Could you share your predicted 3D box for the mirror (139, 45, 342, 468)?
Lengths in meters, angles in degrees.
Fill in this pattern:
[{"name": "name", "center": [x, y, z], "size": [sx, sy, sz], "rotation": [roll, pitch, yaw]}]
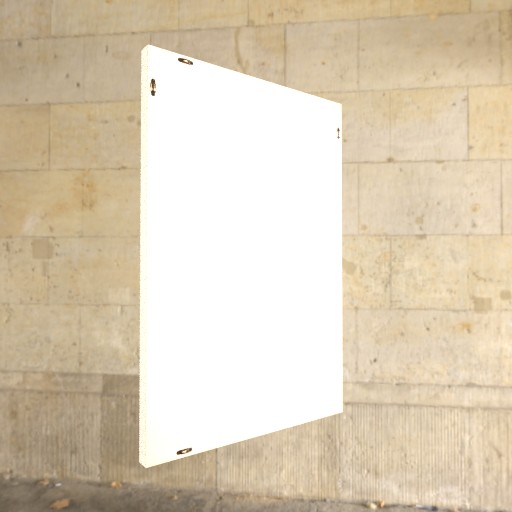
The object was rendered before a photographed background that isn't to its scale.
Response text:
[{"name": "mirror", "center": [0.000, 0.000, 1.150], "size": [0.609, 0.915, 0.041], "rotation": [1, -1, -36]}]
